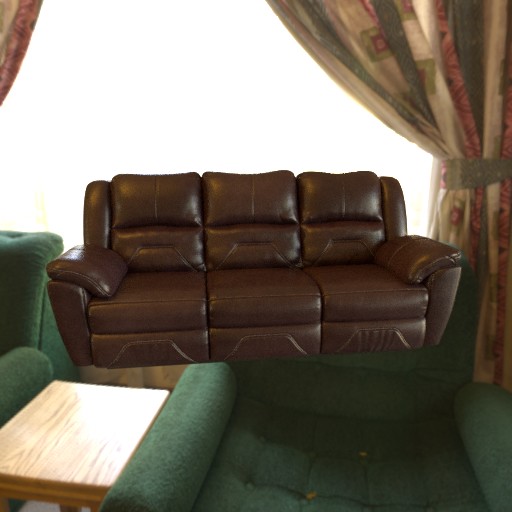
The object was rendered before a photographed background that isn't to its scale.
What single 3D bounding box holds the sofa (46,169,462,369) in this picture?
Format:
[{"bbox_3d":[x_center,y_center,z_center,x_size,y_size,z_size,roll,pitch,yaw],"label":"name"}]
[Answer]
[{"bbox_3d":[0.000,0.000,2.879,2.337,1.043,0.991,-2,16,-7],"label":"sofa"}]
